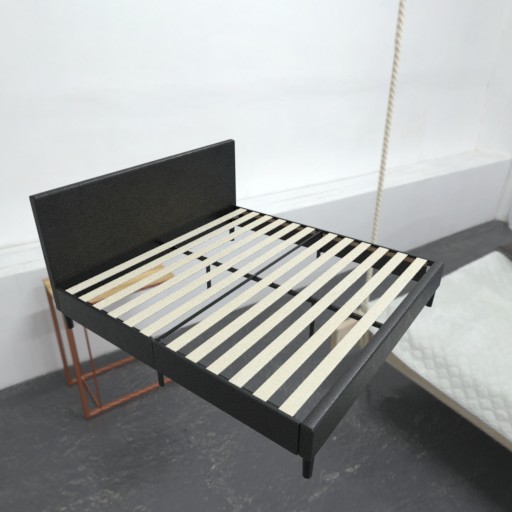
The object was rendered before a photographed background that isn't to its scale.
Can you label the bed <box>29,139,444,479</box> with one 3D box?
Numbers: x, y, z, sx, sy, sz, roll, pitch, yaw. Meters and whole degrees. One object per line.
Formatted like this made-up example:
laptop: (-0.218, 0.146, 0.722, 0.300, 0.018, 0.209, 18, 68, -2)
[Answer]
bed: (0.000, 0.000, 3.226, 2.152, 1.046, 2.018, 19, 33, 32)
